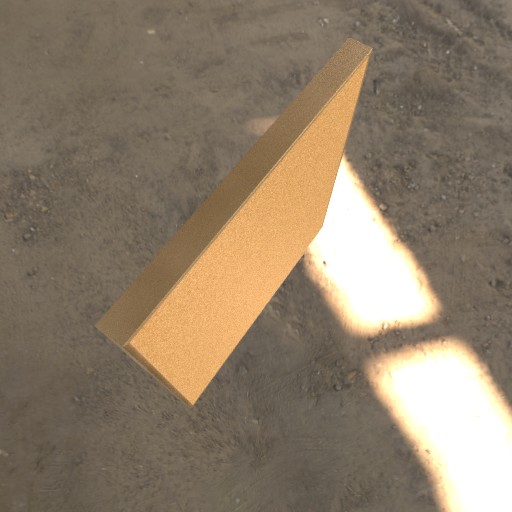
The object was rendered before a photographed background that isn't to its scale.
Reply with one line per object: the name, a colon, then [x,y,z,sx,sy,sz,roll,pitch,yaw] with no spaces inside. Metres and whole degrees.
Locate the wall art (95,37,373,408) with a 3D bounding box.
wall art: [0.000,0.000,0.762,0.038,0.511,0.513,32,69,14]
